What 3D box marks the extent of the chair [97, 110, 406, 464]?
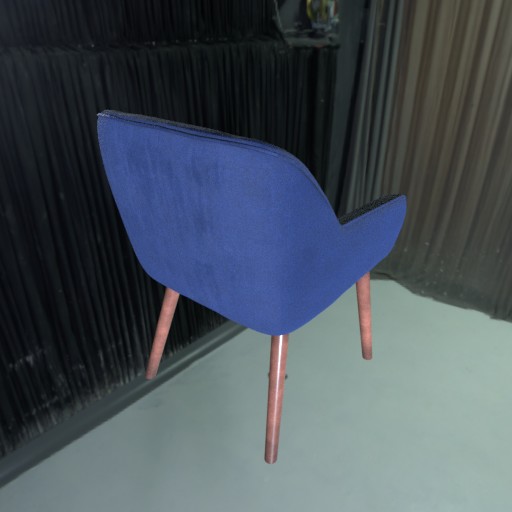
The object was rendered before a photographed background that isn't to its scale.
[{"bbox_3d":[0.000,0.000,1.229,0.600,0.820,0.600,21,36,33],"label":"chair"}]
